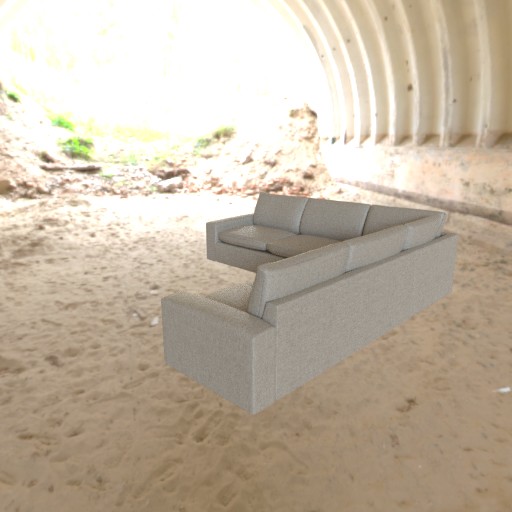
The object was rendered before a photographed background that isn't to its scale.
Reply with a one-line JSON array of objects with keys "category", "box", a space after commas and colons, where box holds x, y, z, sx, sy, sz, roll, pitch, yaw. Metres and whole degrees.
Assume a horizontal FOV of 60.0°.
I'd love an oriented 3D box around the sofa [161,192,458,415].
[{"category": "sofa", "box": [0.000, 0.000, 4.087, 2.622, 0.800, 2.742, 14, 20, 42]}]
